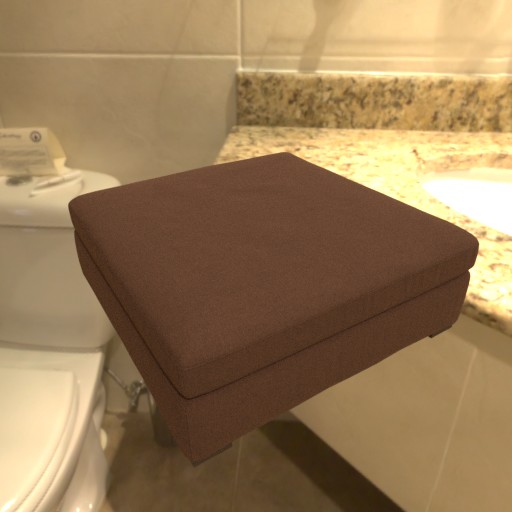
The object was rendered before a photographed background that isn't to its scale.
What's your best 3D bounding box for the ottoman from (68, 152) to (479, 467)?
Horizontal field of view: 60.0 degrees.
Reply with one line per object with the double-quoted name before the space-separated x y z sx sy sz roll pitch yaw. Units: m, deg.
"ottoman" 0.000 0.000 1.789 1.181 0.470 1.181 -18 35 -28
